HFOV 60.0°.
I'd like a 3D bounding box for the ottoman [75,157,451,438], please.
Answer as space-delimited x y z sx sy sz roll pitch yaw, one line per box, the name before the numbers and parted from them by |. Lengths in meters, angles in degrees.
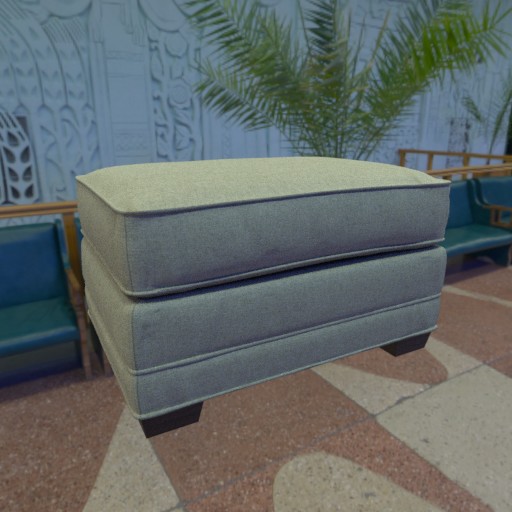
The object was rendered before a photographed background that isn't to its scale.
ottoman | 0.000 0.000 1.212 0.848 0.508 0.611 -9 19 -27
